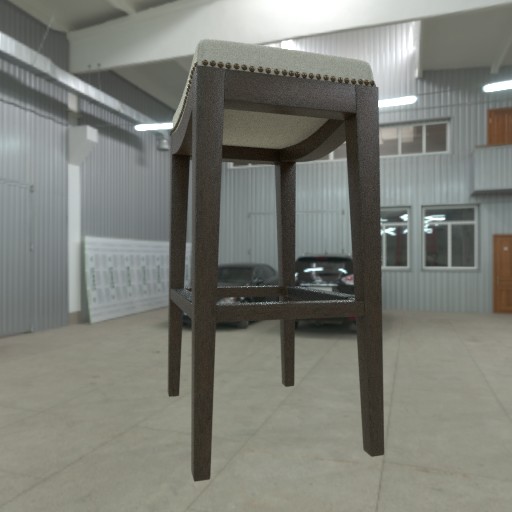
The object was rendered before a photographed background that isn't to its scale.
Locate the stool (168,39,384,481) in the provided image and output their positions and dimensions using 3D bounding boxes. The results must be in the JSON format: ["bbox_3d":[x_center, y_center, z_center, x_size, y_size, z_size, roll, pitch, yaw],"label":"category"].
[{"bbox_3d":[0.000,0.000,1.021,0.358,0.759,0.498,0,0,-16],"label":"stool"}]
